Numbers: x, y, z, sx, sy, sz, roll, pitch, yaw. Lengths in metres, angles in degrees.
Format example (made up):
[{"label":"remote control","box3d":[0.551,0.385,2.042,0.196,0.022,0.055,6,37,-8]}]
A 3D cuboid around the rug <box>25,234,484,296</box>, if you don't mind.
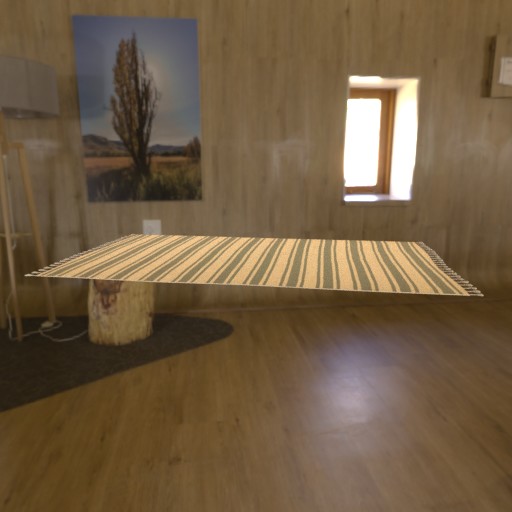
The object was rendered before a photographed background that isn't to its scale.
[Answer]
[{"label":"rug","box3d":[0.000,0.000,2.542,2.084,0.009,1.222,2,12,9]}]
